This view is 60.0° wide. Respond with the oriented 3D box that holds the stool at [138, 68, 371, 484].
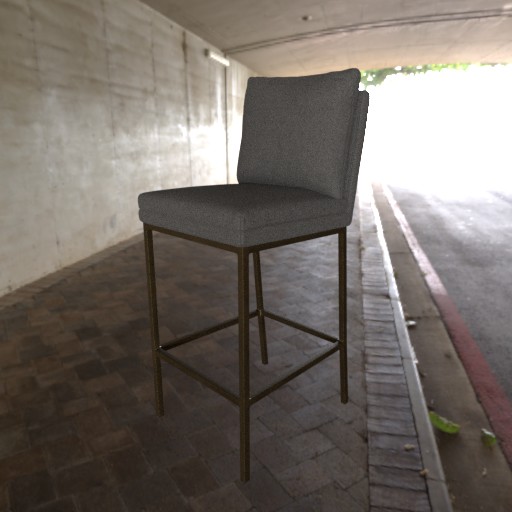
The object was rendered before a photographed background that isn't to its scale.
[{"bbox_3d":[0.000,0.000,1.420,0.463,1.130,0.569,15,22,43],"label":"stool"}]
